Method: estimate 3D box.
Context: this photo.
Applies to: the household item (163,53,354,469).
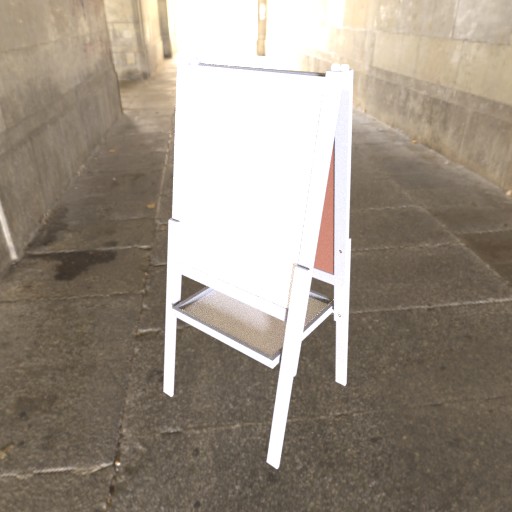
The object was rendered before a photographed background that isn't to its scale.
[{"bbox_3d":[0.000,0.000,1.432,0.531,1.172,0.469,21,35,33],"label":"household item"}]
